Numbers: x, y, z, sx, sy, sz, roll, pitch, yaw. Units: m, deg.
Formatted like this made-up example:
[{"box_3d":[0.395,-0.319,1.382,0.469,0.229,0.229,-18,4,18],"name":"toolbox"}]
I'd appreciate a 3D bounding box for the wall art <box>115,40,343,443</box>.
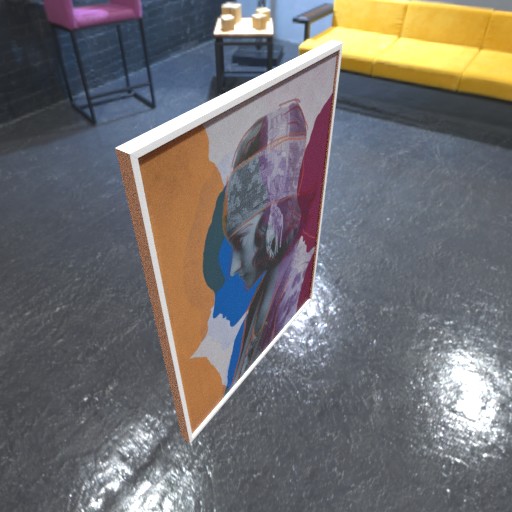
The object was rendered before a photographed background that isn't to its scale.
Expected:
[{"box_3d":[0.000,0.000,1.357,0.039,1.050,0.795,25,47,26],"name":"wall art"}]
